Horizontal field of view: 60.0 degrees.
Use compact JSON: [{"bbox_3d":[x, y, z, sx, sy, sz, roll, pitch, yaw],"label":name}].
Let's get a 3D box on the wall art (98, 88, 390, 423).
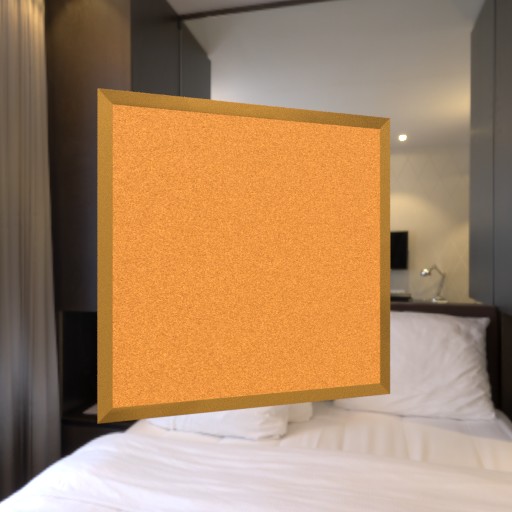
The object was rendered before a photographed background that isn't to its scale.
[{"bbox_3d":[0.000,0.000,1.134,0.762,0.762,0.038,0,0,-17],"label":"wall art"}]
